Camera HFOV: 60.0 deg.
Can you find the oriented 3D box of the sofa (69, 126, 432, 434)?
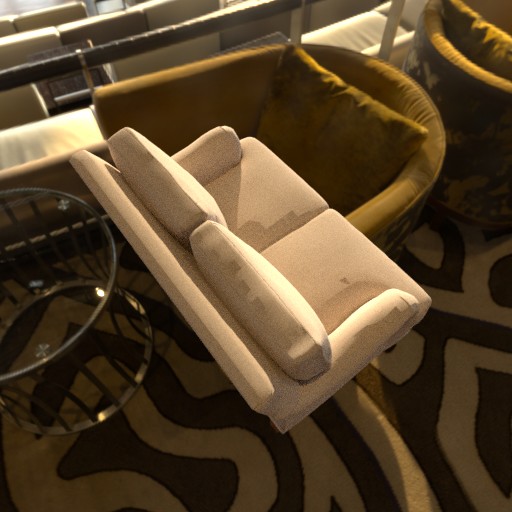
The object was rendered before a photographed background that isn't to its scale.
[{"bbox_3d":[0.000,0.000,2.275,1.087,1.048,1.508,-32,62,-20],"label":"sofa"}]
